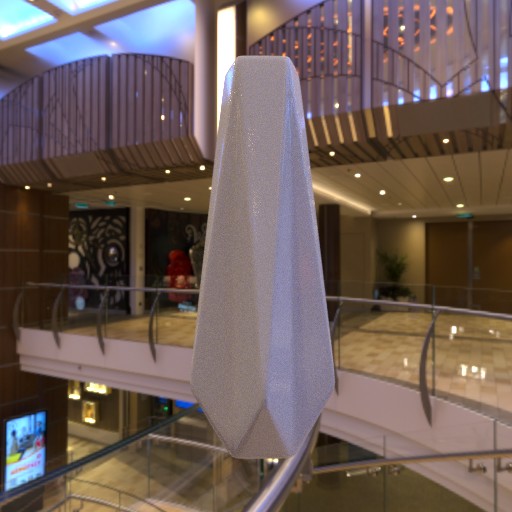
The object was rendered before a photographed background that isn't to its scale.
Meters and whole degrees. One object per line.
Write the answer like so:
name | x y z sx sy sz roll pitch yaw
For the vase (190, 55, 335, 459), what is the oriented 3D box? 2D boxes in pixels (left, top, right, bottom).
vase | 0.000 0.000 0.391 0.116 0.329 0.122 0 -1 -19
